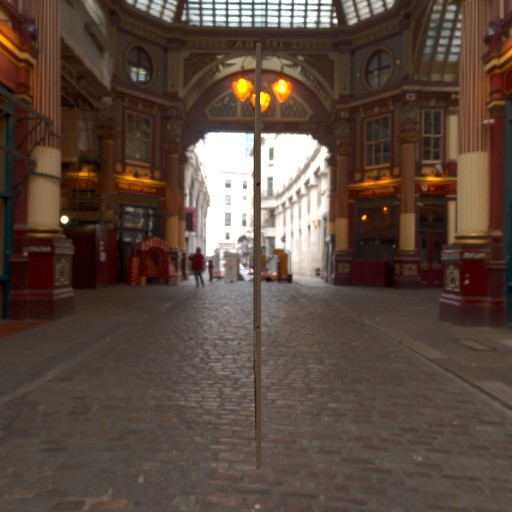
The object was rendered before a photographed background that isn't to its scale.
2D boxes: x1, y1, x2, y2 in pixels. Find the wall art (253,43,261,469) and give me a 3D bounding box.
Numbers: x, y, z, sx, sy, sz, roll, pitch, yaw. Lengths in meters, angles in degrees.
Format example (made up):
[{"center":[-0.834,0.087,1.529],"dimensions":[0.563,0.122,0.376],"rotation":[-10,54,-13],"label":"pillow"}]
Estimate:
[{"center":[0.000,0.000,2.341],"dimensions":[0.017,1.521,1.527],"rotation":[0,0,-1],"label":"wall art"}]
